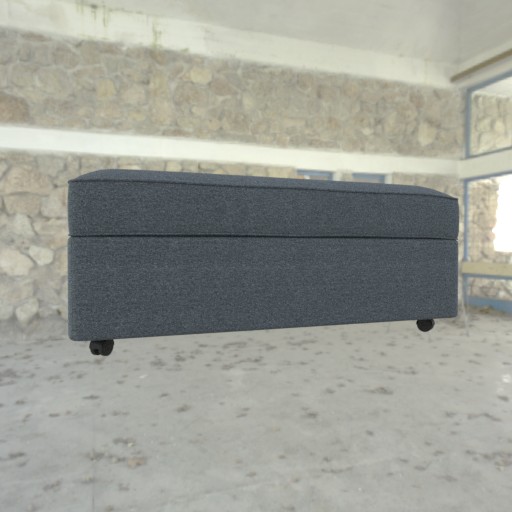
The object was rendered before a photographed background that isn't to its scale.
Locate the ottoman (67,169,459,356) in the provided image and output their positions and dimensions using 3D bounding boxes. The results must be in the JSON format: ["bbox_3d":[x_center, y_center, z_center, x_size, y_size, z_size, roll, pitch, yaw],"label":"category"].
[{"bbox_3d":[0.000,0.000,1.540,1.173,0.494,0.681,0,1,-19],"label":"ottoman"}]
